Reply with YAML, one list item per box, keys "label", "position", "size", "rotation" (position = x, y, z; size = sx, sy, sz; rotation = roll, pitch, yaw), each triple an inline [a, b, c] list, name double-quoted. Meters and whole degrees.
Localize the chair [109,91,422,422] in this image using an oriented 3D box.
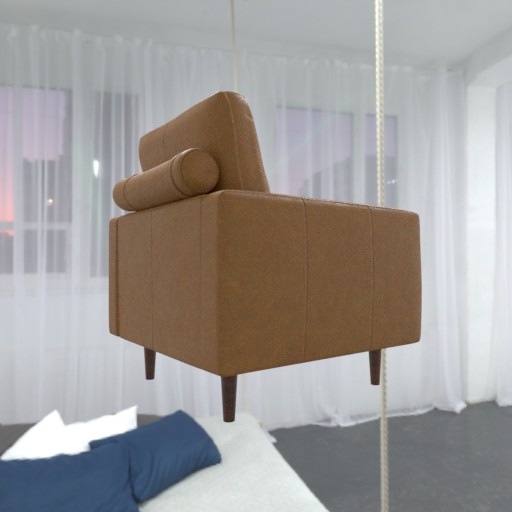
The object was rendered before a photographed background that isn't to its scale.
- label: "chair"
  position: [0.000, 0.000, 1.577]
  size: [0.868, 0.896, 0.831]
  rotation: [1, -1, -36]
